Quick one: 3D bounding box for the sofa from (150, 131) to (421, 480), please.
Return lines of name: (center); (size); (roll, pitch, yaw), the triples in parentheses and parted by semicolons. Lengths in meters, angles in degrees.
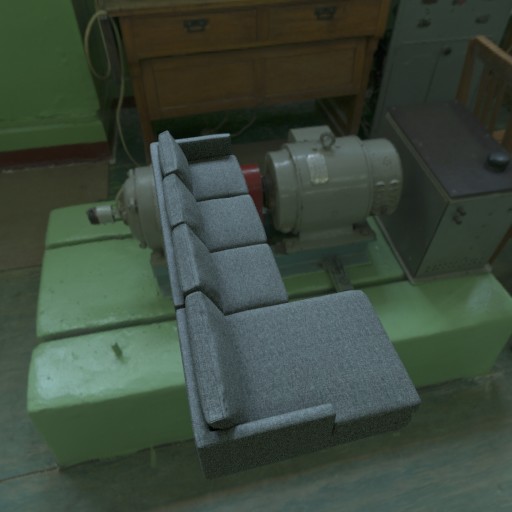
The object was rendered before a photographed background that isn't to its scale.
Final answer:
sofa: (0.000, 0.000, 4.161); (1.635, 0.960, 3.485); (-10, 48, -9)
